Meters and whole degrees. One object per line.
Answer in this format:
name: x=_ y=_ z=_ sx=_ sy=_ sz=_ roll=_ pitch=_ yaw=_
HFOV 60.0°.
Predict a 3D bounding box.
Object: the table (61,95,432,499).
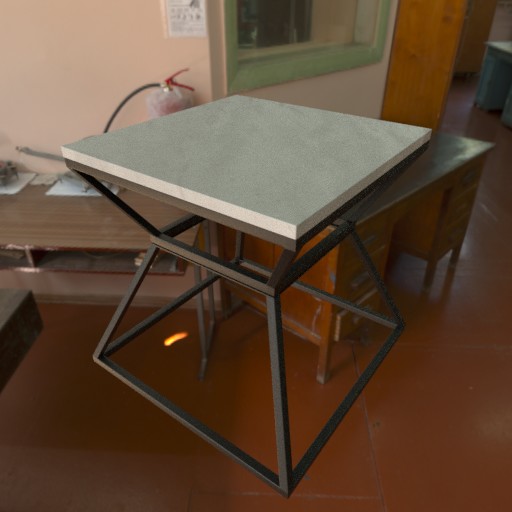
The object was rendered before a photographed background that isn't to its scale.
table: x=0.000 y=0.000 z=0.793 sx=0.455 sy=0.431 sz=0.455 roll=22 pitch=38 yaw=30
